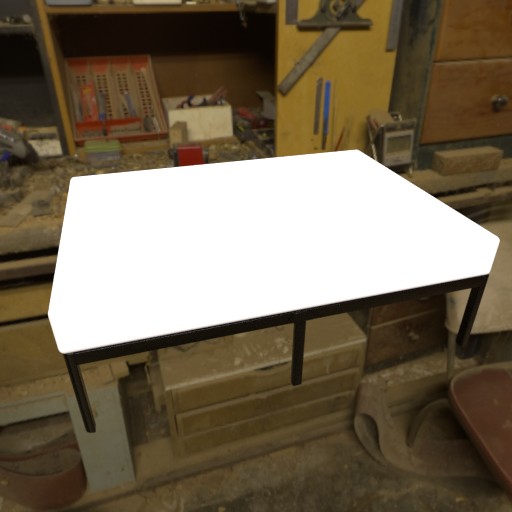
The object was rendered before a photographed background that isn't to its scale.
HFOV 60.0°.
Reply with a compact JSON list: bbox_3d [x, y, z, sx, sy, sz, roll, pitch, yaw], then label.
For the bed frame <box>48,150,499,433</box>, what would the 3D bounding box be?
[{"bbox_3d":[0.000,0.000,2.540,1.956,0.659,1.408,-9,32,-14],"label":"bed frame"}]
